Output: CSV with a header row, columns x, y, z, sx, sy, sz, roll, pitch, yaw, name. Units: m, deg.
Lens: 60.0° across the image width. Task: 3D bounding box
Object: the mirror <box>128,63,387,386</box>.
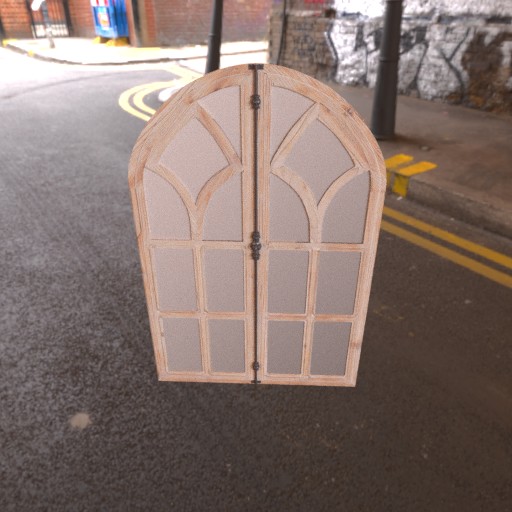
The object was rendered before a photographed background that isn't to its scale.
x,y,z,sx,sy,sz,roll,pitch,yaw,name
0.000,0.000,1.142,0.609,0.915,0.032,1,30,2,mirror
